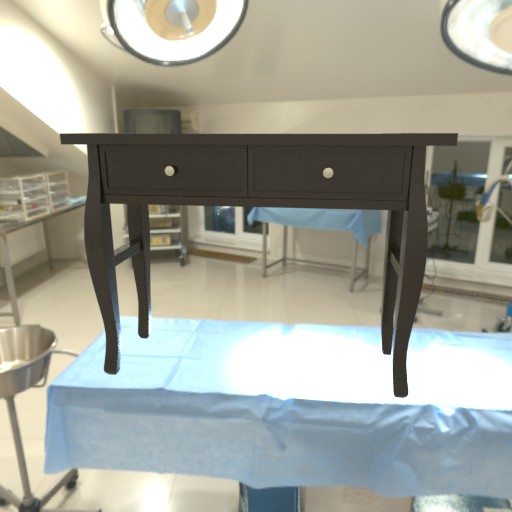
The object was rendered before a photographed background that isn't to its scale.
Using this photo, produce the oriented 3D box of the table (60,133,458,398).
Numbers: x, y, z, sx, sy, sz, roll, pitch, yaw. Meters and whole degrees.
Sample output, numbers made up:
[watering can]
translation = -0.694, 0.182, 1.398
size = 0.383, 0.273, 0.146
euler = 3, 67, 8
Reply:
[table]
translation = 0.000, 0.000, 1.439
size = 1.062, 0.768, 0.373
euler = 2, 16, 8
